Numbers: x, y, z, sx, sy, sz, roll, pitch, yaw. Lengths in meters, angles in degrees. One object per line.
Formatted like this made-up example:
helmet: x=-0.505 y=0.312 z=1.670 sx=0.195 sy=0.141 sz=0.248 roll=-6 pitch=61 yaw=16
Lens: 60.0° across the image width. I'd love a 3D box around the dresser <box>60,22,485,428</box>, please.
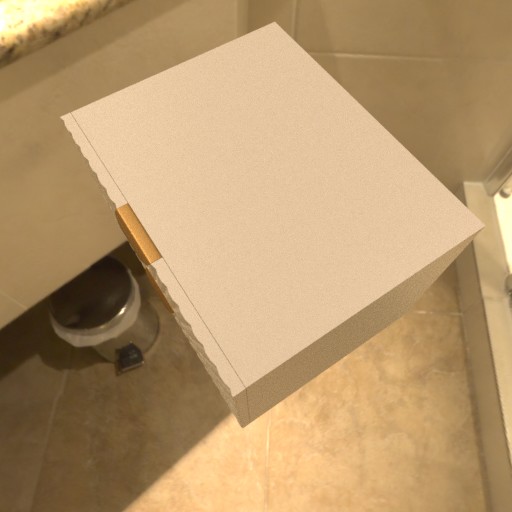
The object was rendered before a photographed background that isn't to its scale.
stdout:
dresser: x=0.000 y=0.000 z=0.897 sx=0.414 sy=0.568 sz=0.503 roll=-31 pitch=68 yaw=-14
